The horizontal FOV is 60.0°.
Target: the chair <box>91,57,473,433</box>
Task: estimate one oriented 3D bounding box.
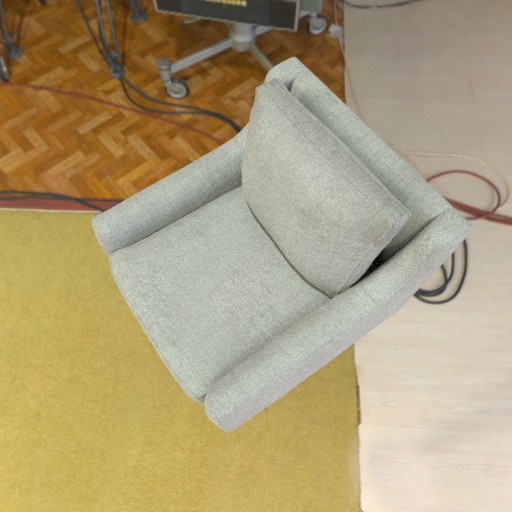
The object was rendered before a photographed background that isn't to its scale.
[{"bbox_3d":[0.000,0.000,1.564,0.918,0.864,0.838,-33,69,-14],"label":"chair"}]
